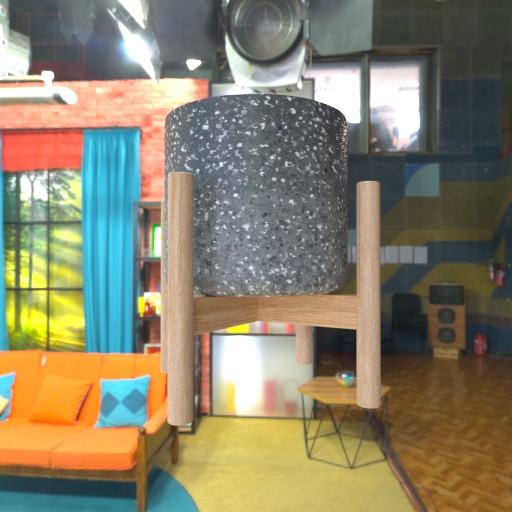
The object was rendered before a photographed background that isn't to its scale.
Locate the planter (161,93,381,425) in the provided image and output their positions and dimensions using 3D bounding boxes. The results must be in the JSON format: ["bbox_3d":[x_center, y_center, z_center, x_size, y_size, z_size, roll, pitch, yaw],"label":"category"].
[{"bbox_3d":[0.000,0.000,0.548,0.284,0.320,0.284,0,-1,-36],"label":"planter"}]
